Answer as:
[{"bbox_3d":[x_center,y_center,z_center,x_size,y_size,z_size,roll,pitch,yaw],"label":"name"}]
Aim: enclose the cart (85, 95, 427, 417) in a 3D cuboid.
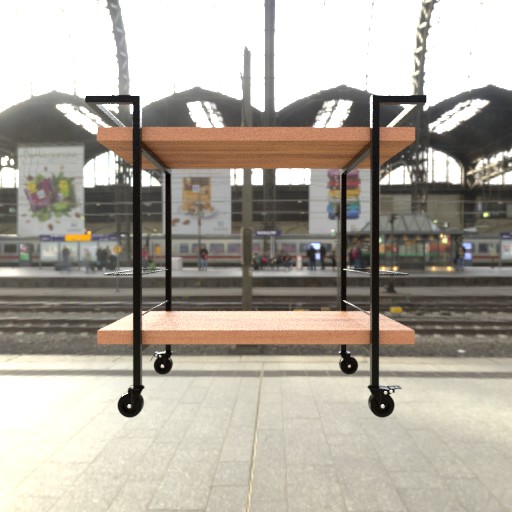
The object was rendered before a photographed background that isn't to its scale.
[{"bbox_3d":[0.000,0.000,1.241,0.806,0.762,0.406,0,0,0],"label":"cart"}]
